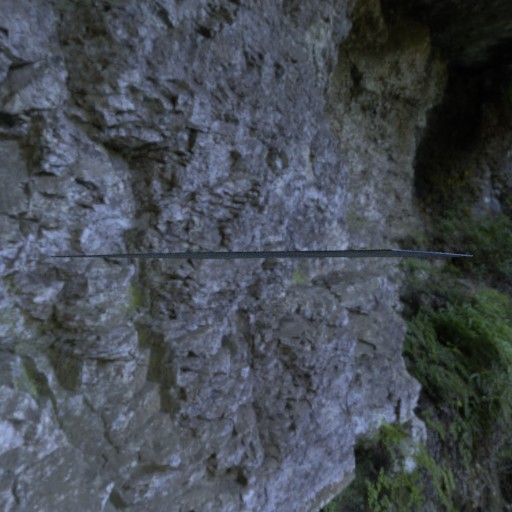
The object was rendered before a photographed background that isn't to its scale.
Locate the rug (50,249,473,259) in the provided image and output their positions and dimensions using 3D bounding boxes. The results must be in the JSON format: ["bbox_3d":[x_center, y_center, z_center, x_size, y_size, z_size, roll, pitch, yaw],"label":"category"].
[{"bbox_3d":[0.000,0.000,2.164,1.740,0.010,1.135,-1,-1,36],"label":"rug"}]
